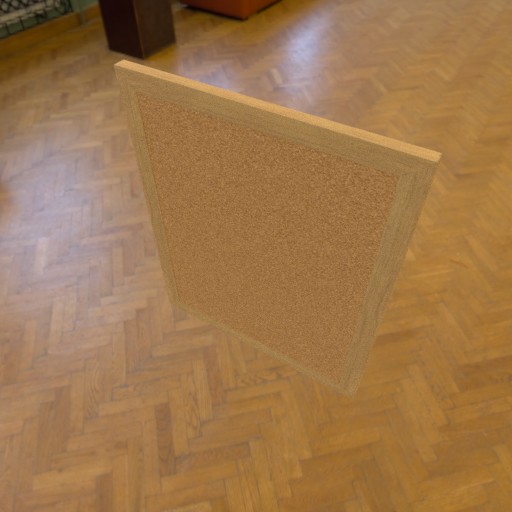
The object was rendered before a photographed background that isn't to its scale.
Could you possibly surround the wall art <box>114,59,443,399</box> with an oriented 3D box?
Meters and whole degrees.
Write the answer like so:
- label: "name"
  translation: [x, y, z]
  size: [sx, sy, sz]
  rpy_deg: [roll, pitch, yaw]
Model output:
- label: "wall art"
  translation: [0.000, 0.000, 0.759]
  size: [0.460, 0.561, 0.020]
  rpy_deg: [24, 51, 21]
